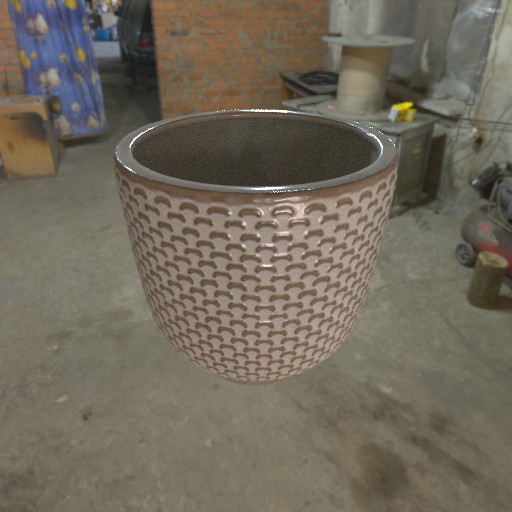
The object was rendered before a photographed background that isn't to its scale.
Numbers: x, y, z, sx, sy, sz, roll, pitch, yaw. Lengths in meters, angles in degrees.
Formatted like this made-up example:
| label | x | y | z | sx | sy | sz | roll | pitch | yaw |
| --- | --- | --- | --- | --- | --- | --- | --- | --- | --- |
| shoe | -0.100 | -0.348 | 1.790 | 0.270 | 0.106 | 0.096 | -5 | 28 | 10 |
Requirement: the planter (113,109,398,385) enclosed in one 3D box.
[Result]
| label | x | y | z | sx | sy | sz | roll | pitch | yaw |
| --- | --- | --- | --- | --- | --- | --- | --- | --- | --- |
| planter | 0.000 | 0.000 | 0.361 | 0.197 | 0.191 | 0.197 | 0 | 31 | 0 |
